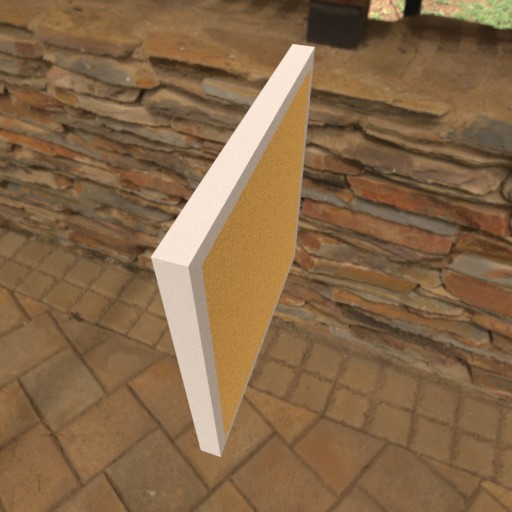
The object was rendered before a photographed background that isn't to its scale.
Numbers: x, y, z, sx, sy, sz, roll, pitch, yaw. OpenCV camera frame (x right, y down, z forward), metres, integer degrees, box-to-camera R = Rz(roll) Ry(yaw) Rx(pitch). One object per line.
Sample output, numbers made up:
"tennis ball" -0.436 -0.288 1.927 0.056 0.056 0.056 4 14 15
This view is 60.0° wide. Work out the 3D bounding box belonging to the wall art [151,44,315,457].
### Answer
"wall art" 0.000 0.000 1.930 0.098 1.291 1.289 14 49 12
